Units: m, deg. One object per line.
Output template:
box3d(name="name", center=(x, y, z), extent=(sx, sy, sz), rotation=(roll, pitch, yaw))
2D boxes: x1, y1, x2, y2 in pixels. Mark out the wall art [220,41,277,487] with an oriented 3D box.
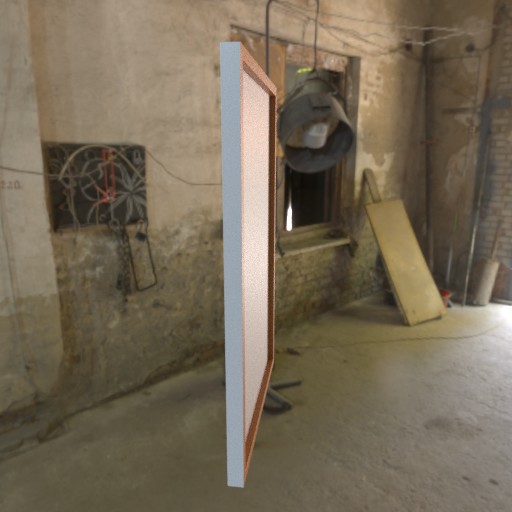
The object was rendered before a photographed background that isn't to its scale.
box3d(name="wall art", center=(0.000, 0.000, 1.175), extent=(0.037, 0.916, 0.610), rotation=(2, 14, 8))
